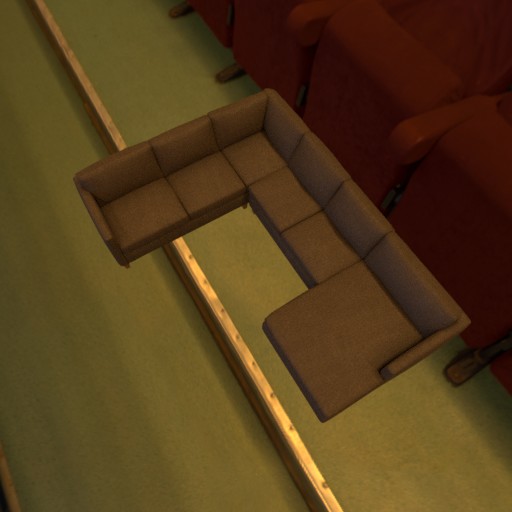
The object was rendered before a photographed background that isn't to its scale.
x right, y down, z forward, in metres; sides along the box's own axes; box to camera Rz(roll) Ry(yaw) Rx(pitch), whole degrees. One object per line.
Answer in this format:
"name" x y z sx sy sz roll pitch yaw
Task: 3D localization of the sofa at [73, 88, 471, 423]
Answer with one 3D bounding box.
"sofa" 0.000 0.000 4.623 2.594 0.961 3.460 -28 67 -13
